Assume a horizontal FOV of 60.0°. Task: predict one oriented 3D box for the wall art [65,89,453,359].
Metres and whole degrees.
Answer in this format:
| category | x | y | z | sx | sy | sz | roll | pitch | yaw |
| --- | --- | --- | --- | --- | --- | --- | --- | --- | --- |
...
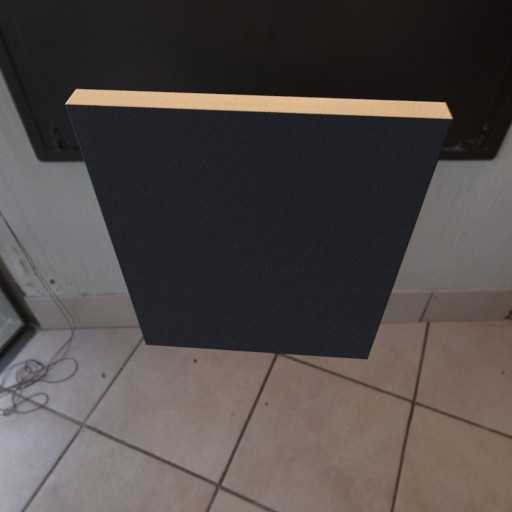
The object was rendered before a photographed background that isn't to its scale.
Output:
| category | x | y | z | sx | sy | sz | roll | pitch | yaw |
| --- | --- | --- | --- | --- | --- | --- | --- | --- | --- |
| wall art | 0.000 | 0.000 | 0.694 | 0.435 | 0.511 | 0.037 | 3 | 47 | 3 |
